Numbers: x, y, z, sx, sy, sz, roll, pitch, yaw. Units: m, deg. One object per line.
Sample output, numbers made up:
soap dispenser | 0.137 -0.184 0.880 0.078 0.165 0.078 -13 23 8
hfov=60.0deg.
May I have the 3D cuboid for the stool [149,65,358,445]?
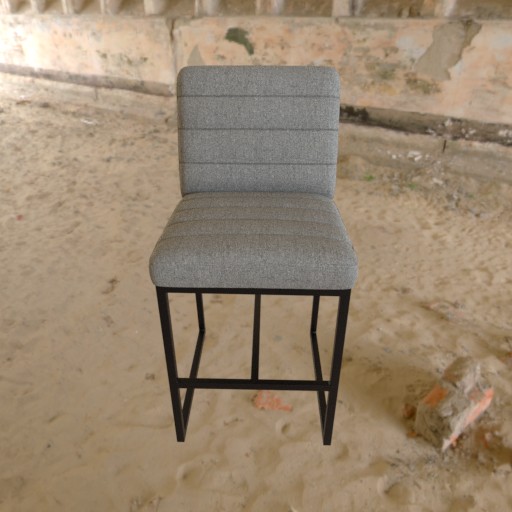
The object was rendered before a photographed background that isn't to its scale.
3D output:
stool | 0.000 0.000 1.249 0.460 0.940 0.560 1 30 1
